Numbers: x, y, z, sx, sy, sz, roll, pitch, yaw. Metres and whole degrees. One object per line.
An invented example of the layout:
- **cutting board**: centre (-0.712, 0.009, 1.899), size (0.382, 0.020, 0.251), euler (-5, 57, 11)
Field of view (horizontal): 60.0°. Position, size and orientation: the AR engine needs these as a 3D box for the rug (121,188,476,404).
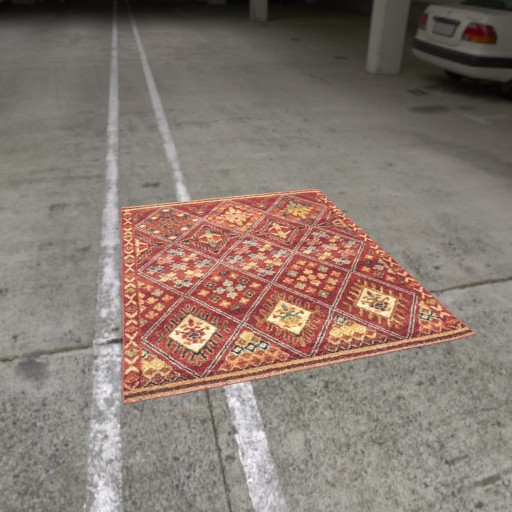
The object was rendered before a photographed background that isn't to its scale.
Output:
- **rug**: centre (0.000, 0.000, 4.234), size (2.489, 0.030, 3.086), euler (-8, 31, -13)
